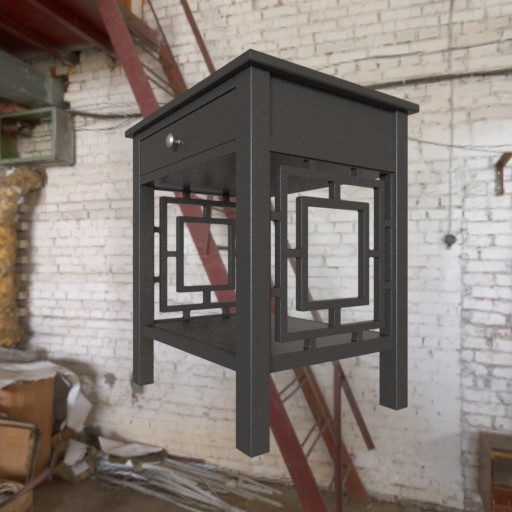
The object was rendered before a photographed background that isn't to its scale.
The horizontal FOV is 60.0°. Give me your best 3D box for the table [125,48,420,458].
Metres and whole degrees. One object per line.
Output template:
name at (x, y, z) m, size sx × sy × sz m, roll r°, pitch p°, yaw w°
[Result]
table at (0.000, 0.000, 1.039) m, size 0.451 × 0.646 × 0.564 m, roll 0°, pitch 0°, yaw -36°
